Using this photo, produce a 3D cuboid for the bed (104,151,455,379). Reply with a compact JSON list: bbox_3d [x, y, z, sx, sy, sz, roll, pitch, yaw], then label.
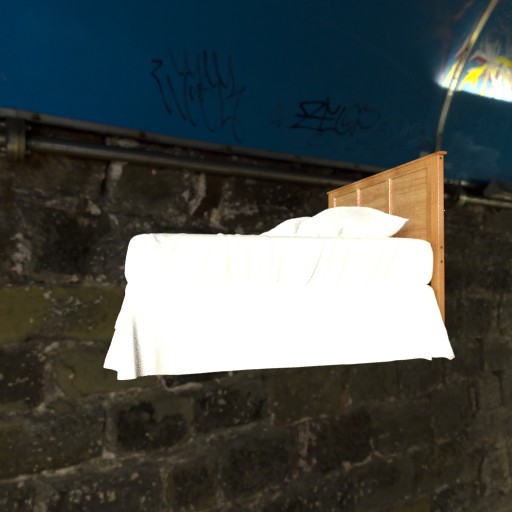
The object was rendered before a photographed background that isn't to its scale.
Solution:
[{"bbox_3d":[0.000,0.000,3.260,2.035,1.273,1.870,0,-1,-15],"label":"bed"}]
